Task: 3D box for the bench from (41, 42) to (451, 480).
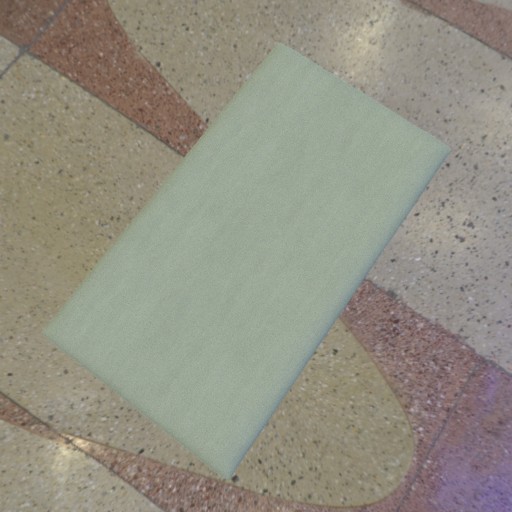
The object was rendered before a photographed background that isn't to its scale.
[{"bbox_3d":[0.000,0.000,1.179,0.500,0.449,0.887,35,80,7],"label":"bench"}]
